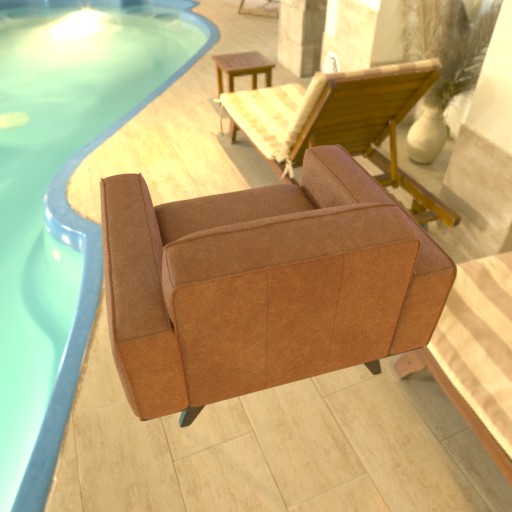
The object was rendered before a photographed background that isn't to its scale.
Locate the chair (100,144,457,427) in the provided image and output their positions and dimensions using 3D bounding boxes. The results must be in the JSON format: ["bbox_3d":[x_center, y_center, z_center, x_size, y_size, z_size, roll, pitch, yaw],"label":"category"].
[{"bbox_3d":[0.000,0.000,1.743,1.118,0.782,0.952,-11,41,-13],"label":"chair"}]
